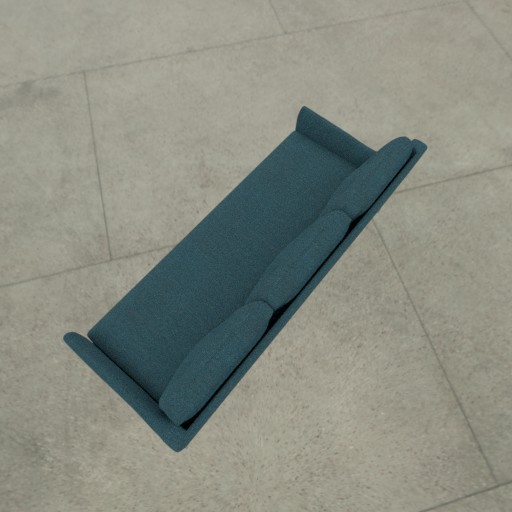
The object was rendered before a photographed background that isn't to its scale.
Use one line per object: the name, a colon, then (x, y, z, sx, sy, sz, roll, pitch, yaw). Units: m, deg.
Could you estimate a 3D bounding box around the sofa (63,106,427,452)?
sofa: (0.000, 0.000, 2.537, 0.849, 0.837, 2.060, 36, 68, 17)
